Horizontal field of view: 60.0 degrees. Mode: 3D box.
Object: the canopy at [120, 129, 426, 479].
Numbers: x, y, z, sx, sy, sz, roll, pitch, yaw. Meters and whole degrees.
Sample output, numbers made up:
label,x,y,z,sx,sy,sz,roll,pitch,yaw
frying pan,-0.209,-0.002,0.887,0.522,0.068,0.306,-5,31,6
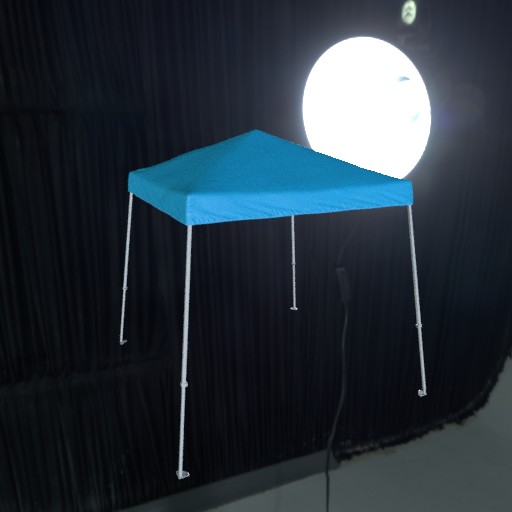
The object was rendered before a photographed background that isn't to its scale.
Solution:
label,x,y,z,sx,sy,sz,roll,pitch,yaw
canopy,0.000,0.000,5.195,2.848,2.849,2.849,-7,17,-25
